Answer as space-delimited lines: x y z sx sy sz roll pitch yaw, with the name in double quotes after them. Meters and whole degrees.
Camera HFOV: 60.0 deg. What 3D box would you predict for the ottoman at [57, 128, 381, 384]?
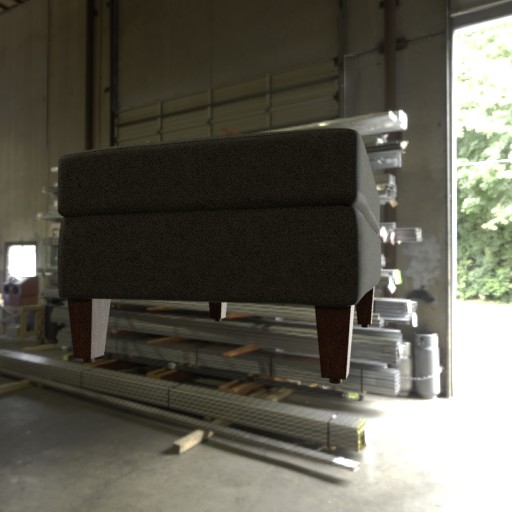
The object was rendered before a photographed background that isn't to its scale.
0.000 0.000 1.214 0.639 0.464 0.839 0 -1 18 "ottoman"
